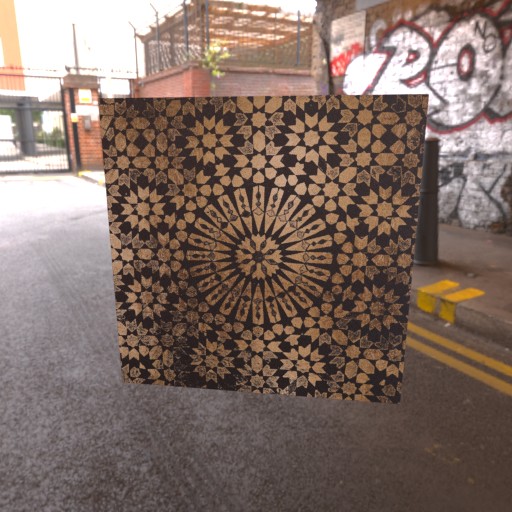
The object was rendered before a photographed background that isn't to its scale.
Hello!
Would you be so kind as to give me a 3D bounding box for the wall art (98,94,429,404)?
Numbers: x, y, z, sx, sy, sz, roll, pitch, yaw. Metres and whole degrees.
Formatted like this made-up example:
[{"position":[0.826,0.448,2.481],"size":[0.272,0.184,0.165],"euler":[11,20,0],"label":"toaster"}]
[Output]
[{"position":[0.000,0.000,1.344],"size":[0.914,0.914,0.038],"euler":[2,15,8],"label":"wall art"}]
